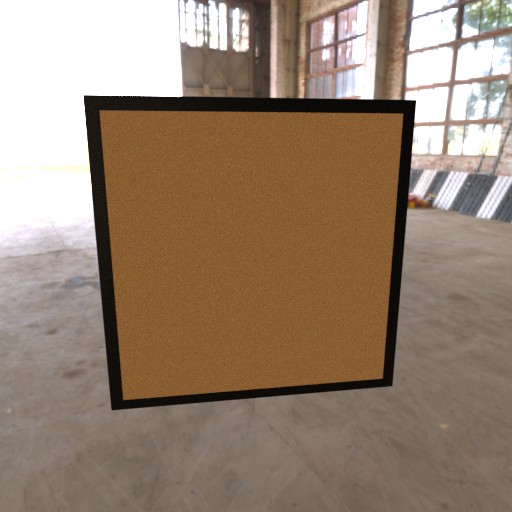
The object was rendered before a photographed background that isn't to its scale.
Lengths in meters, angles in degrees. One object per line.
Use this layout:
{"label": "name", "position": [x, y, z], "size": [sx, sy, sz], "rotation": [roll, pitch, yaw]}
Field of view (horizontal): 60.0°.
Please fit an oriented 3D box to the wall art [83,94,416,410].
{"label": "wall art", "position": [0.000, 0.000, 0.448], "size": [0.299, 0.299, 0.037], "rotation": [-2, 14, -9]}
